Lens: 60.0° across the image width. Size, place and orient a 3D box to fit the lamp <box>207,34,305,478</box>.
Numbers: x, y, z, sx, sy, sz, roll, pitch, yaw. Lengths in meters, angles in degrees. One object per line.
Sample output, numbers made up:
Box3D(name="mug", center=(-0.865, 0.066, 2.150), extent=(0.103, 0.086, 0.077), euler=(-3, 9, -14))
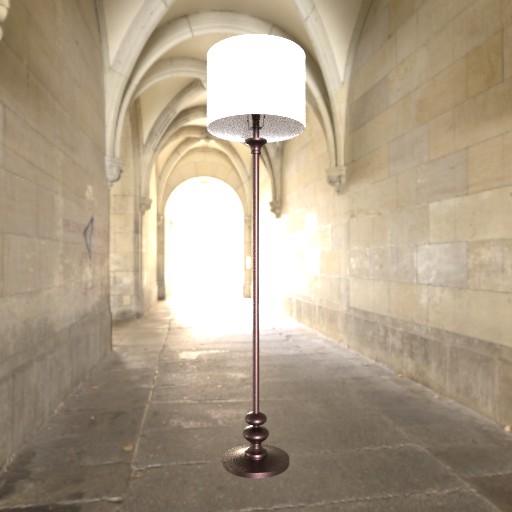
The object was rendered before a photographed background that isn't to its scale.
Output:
Box3D(name="lamp", center=(0.000, 0.000, 1.608), extent=(0.356, 1.487, 0.356), euler=(-1, -1, 36))
